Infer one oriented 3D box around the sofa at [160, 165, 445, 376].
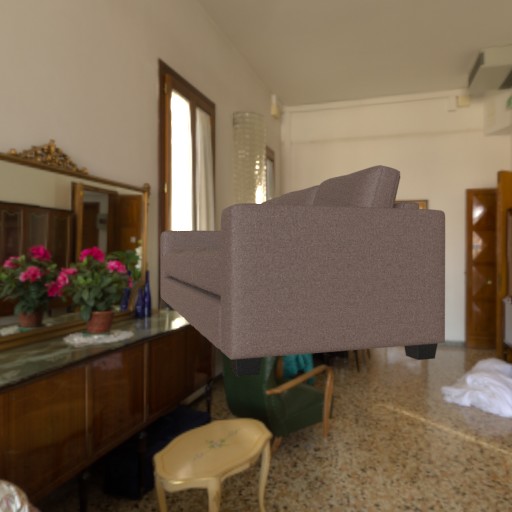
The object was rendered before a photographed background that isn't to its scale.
[{"bbox_3d":[0.000,0.000,2.631,0.900,0.806,2.160,0,0,-18],"label":"sofa"}]
